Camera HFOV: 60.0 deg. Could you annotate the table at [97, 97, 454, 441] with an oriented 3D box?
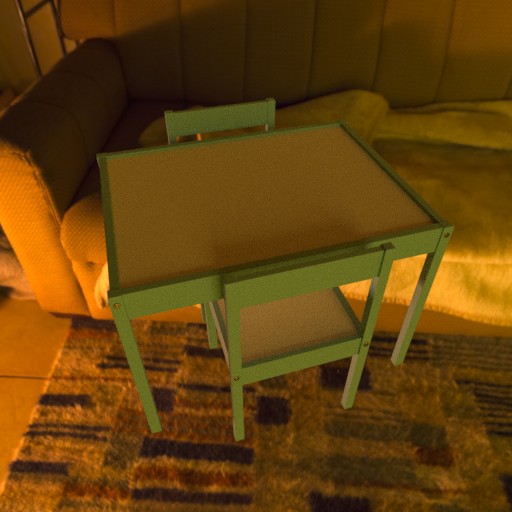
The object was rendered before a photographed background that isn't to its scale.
[{"bbox_3d":[0.000,0.000,1.077,0.639,0.503,0.633,-12,43,-12],"label":"table"}]
